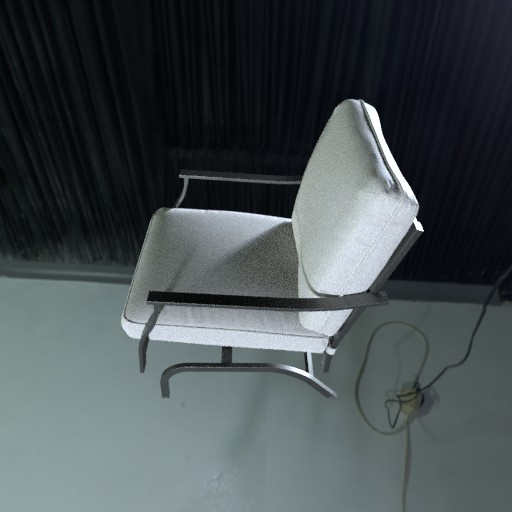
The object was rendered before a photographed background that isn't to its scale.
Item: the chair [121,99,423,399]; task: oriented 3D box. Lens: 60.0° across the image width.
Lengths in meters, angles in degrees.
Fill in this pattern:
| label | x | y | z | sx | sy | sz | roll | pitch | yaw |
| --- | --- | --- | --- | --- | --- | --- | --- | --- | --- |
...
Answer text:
| label | x | y | z | sx | sy | sz | roll | pitch | yaw |
| --- | --- | --- | --- | --- | --- | --- | --- | --- | --- |
| chair | 0.000 | 0.000 | 1.448 | 0.787 | 0.860 | 0.650 | 0 | 41 | 0 |
